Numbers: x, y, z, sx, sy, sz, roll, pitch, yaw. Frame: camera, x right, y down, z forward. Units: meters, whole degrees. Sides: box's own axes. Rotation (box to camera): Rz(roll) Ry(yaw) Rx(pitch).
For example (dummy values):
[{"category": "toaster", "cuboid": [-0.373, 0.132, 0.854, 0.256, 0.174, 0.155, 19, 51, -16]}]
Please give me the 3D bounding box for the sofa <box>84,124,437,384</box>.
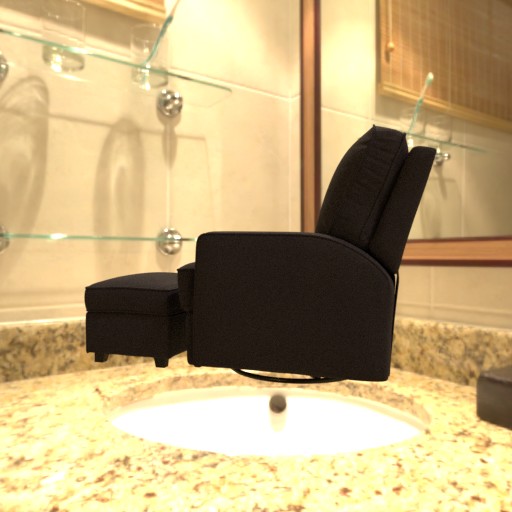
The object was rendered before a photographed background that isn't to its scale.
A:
[{"category": "sofa", "cuboid": [0.000, 0.000, 2.021, 1.472, 0.959, 0.861, 0, 0, 18]}]
